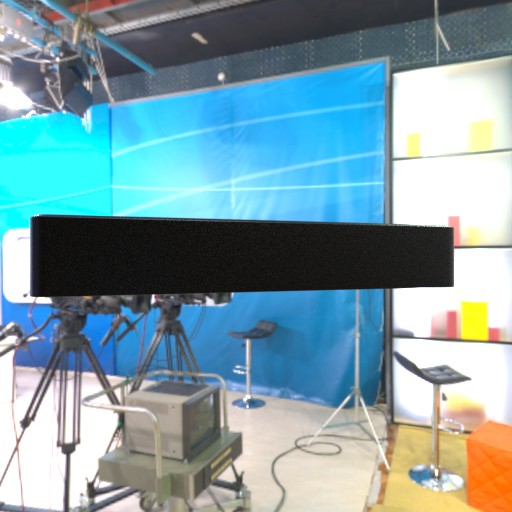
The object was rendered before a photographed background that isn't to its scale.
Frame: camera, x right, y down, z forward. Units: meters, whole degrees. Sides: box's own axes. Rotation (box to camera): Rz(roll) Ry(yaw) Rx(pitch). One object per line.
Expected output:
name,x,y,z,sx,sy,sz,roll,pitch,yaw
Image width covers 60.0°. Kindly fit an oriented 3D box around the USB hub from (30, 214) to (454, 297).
USB hub,0.000,0.000,0.163,0.145,0.023,0.044,0,0,-18
